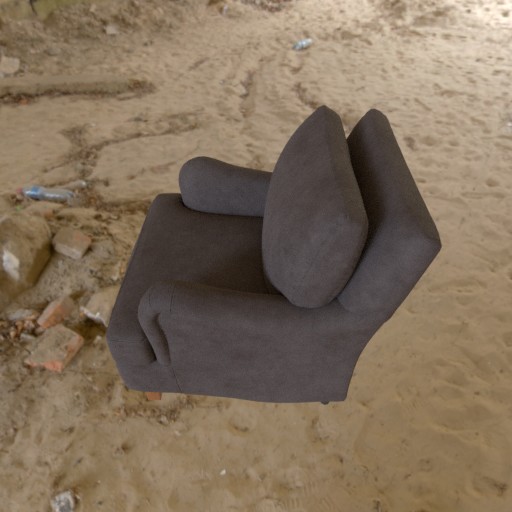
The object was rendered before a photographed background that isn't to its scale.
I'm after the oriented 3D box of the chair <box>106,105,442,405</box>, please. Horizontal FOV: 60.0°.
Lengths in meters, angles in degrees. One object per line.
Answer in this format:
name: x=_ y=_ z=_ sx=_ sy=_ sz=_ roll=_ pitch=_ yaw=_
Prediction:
chair: x=0.000 y=0.000 z=1.845 sx=1.070 sy=0.997 sz=0.955 roll=1 pitch=41 yaw=1
